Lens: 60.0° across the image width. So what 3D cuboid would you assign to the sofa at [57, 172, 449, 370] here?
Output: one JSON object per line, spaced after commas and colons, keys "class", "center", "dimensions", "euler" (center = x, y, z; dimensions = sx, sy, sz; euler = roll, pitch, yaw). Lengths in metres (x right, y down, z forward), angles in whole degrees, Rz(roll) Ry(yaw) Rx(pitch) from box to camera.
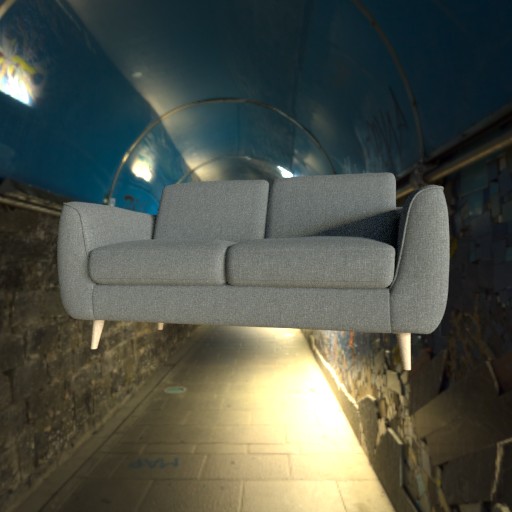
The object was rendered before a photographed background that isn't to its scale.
{"class": "sofa", "center": [0.000, 0.000, 2.180], "dimensions": [1.700, 0.870, 0.920], "euler": [0, -1, 17]}
